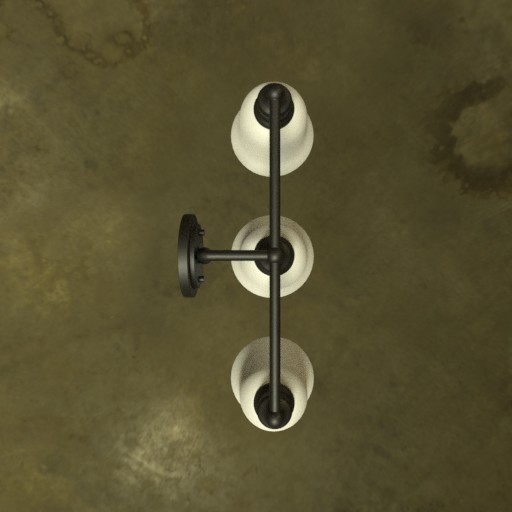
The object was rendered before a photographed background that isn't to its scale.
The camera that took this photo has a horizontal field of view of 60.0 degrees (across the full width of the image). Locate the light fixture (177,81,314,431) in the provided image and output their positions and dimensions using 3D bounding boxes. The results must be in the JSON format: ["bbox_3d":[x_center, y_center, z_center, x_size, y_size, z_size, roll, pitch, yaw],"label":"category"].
[{"bbox_3d":[0.000,0.000,0.673,0.198,0.211,0.570,0,90,1],"label":"light fixture"}]
